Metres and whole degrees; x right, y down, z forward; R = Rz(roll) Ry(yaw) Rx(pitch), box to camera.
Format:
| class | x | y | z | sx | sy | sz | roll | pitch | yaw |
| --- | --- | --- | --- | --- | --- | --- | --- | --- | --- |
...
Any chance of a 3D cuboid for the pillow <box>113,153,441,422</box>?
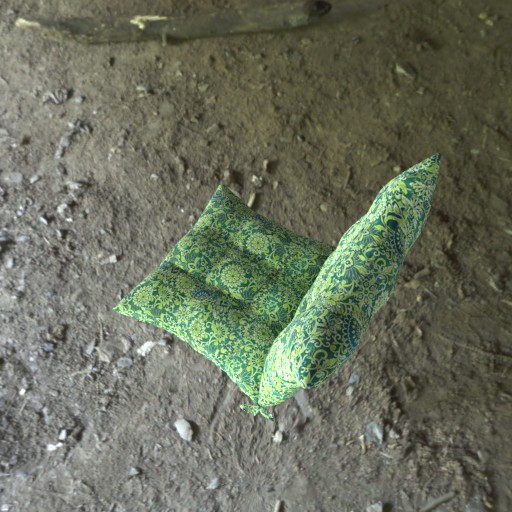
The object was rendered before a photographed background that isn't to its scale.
| class | x | y | z | sx | sy | sz | roll | pitch | yaw |
| --- | --- | --- | --- | --- | --- | --- | --- | --- | --- |
| pillow | 0.000 | 0.000 | 1.015 | 0.585 | 0.536 | 0.541 | 30 | 67 | 15 |
